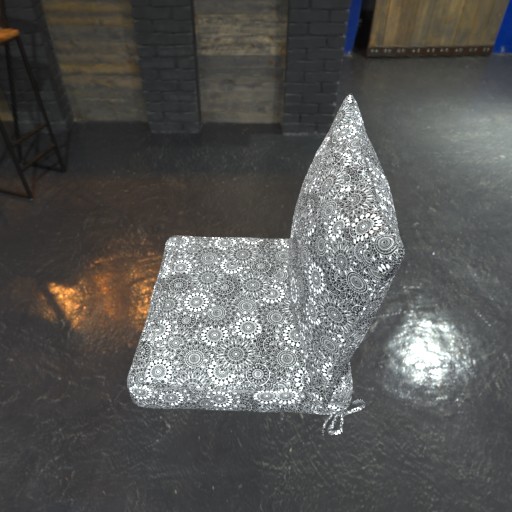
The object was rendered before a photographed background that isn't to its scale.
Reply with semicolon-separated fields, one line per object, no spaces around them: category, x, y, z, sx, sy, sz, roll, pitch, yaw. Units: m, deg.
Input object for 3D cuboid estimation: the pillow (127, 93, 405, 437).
pillow;0.000;0.000;1.357;0.740;0.722;0.798;1;43;2
